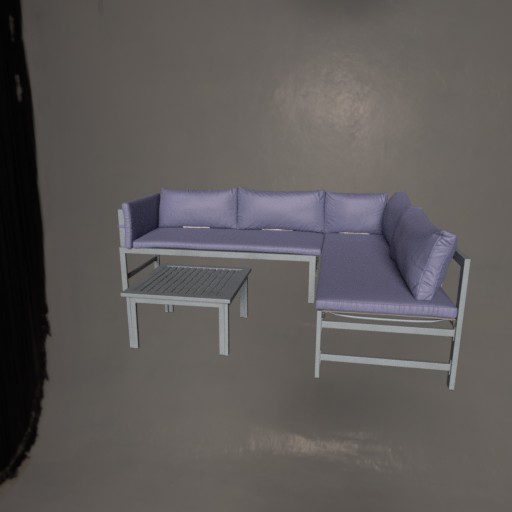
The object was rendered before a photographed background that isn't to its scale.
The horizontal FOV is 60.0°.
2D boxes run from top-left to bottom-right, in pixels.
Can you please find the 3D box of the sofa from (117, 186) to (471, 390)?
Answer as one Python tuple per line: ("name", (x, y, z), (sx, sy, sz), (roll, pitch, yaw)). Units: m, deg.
("sofa", (0.000, 0.000, 2.918), (2.149, 0.762, 1.658), (3, 15, 10))
